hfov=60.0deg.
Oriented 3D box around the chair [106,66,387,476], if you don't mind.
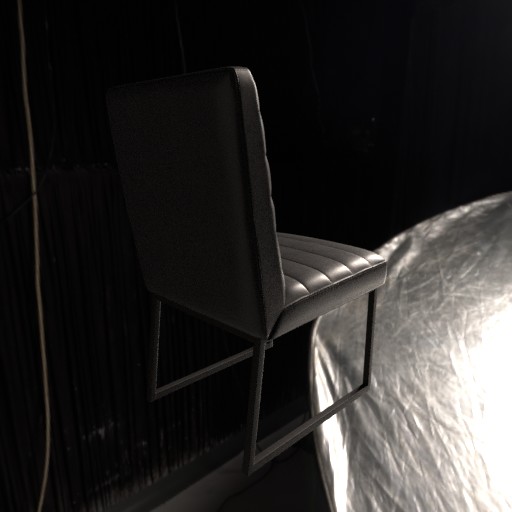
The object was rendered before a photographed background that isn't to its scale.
[{"bbox_3d":[0.000,0.000,1.294,0.634,0.930,0.520,-14,20,-43],"label":"chair"}]
